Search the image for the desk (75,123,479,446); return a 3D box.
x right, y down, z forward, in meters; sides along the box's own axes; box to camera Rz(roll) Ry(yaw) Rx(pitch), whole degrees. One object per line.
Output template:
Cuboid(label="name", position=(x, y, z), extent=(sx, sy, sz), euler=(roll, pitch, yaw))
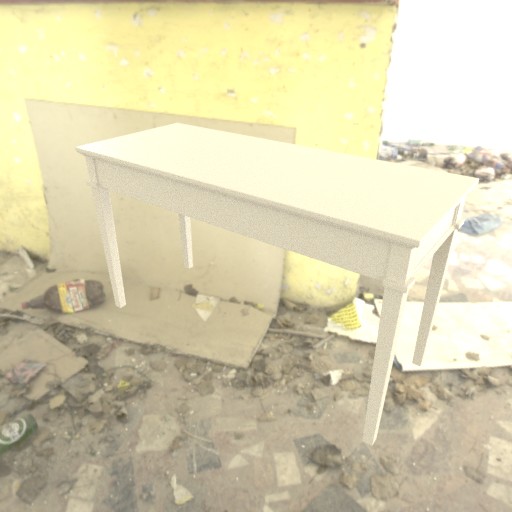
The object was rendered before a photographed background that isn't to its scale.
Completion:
Cuboid(label="desk", position=(0.000, 0.000, 1.772), extent=(1.372, 0.774, 0.559), euler=(20, 34, 32))
